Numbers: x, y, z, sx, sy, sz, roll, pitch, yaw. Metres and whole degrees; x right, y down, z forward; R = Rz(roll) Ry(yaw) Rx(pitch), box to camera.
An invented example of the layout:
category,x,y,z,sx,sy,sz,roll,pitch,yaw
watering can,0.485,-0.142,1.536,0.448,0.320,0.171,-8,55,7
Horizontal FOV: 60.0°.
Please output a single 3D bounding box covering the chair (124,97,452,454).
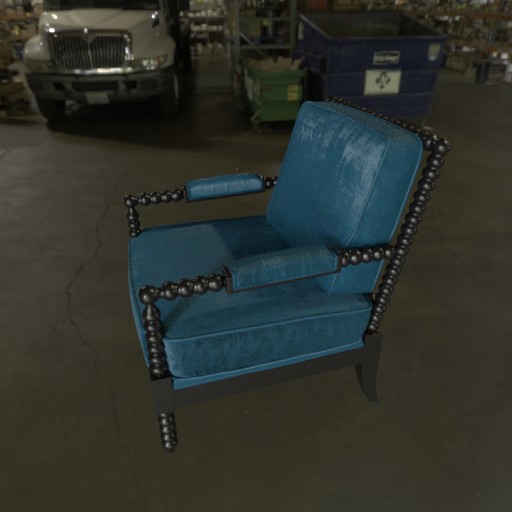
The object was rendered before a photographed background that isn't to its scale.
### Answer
category,x,y,z,sx,sy,sz,roll,pitch,yaw
chair,0.000,0.000,1.421,0.805,0.857,0.688,-9,31,-15
